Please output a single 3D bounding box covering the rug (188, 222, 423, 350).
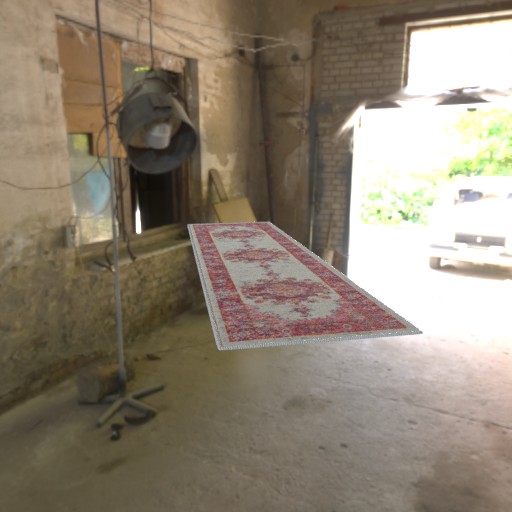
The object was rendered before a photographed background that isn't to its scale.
[{"bbox_3d":[0.000,0.000,2.458,0.666,0.011,2.294,-3,14,-11],"label":"rug"}]
